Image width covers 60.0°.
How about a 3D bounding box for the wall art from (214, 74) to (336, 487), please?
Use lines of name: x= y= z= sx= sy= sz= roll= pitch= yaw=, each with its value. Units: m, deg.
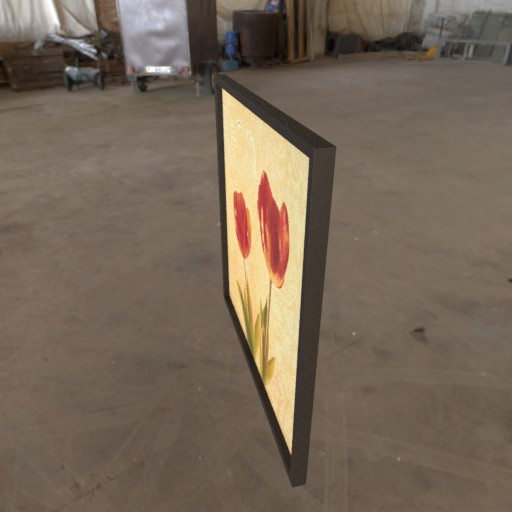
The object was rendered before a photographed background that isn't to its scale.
wall art: x=0.000 y=0.000 z=1.185 sx=0.043 sy=0.807 sz=0.805 roll=-8 pitch=30 yaw=-13
